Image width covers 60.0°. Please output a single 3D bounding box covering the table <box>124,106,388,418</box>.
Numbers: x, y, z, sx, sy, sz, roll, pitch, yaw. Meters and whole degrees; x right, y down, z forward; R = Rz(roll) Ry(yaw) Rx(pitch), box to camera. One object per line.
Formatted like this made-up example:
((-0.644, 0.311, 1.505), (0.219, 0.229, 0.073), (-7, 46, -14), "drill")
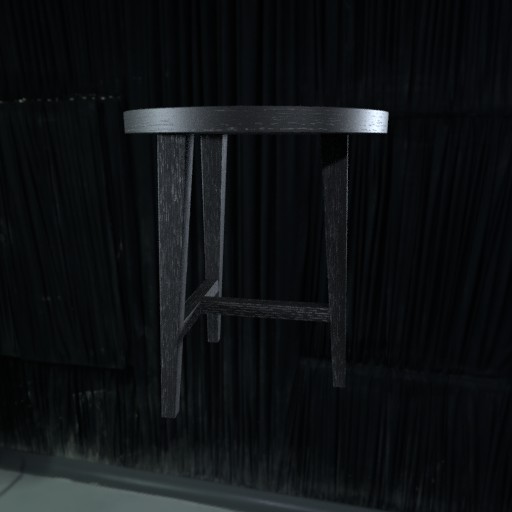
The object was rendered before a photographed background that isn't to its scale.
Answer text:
((0.000, 0.000, 0.754), (0.399, 0.460, 0.399), (0, 15, 0), "table")
